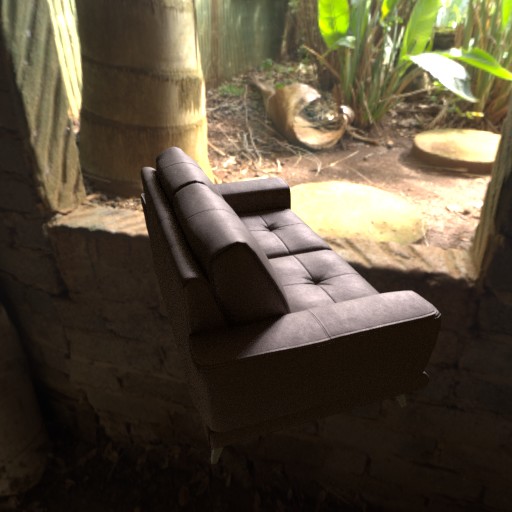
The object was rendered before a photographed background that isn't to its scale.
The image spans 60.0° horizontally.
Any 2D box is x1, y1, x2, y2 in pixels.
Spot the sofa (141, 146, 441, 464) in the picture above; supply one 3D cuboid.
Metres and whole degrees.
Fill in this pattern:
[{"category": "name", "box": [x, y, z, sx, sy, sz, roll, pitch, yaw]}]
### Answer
[{"category": "sofa", "box": [0.000, 0.000, 2.384, 1.018, 0.907, 1.806, -9, 30, -17]}]
